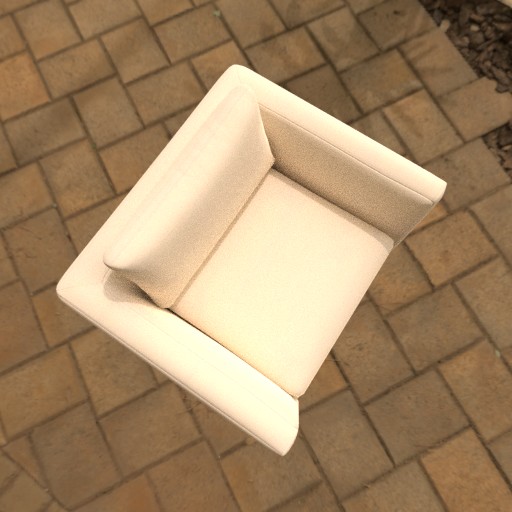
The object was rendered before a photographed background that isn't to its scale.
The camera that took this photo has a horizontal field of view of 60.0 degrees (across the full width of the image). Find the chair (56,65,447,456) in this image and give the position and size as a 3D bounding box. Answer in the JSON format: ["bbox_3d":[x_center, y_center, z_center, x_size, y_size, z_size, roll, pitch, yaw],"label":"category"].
[{"bbox_3d":[0.000,0.000,1.684,0.889,0.865,1.041,33,78,8],"label":"chair"}]
